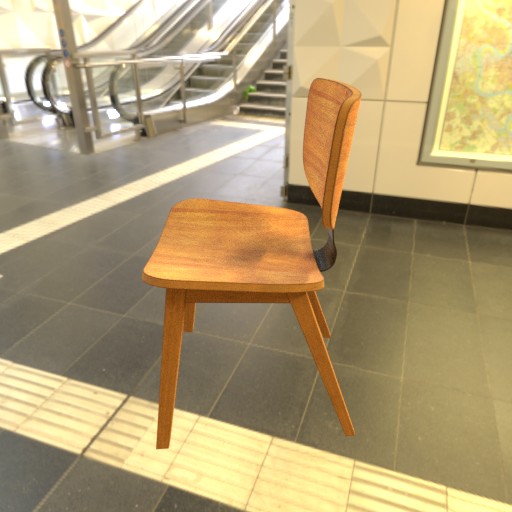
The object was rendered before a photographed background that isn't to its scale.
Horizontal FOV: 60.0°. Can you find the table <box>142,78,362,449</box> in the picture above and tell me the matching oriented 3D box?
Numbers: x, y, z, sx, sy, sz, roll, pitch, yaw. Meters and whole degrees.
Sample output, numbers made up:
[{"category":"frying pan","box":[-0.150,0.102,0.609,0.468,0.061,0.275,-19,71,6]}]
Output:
[{"category":"table","box":[0.000,0.000,1.120,0.500,0.805,0.499,0,27,0]}]
